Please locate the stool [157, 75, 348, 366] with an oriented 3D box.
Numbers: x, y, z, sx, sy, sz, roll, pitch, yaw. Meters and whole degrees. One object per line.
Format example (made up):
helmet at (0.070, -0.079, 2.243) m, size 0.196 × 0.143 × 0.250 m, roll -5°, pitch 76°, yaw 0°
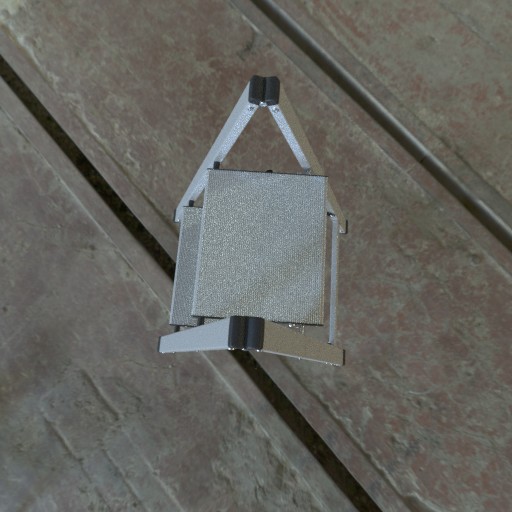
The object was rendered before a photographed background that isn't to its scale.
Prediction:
stool at (0.000, 0.000, 0.988) m, size 0.535 × 0.670 × 0.440 m, roll 4°, pitch 76°, yaw 1°
